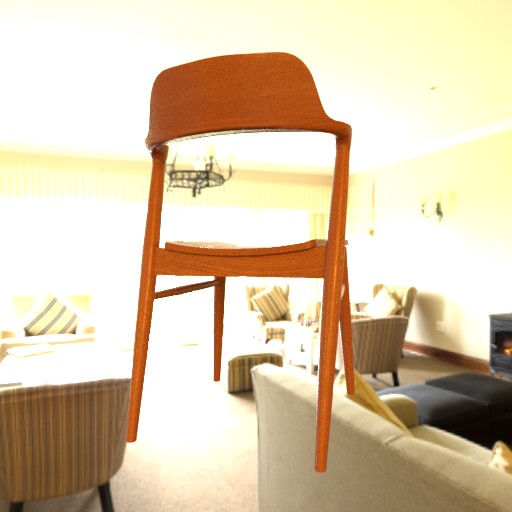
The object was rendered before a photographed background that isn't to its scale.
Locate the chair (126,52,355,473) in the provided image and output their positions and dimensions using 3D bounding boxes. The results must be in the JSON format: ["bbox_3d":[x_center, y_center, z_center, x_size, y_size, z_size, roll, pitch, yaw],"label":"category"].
[{"bbox_3d":[0.000,0.000,1.121,0.496,0.801,0.499,0,0,18],"label":"chair"}]
